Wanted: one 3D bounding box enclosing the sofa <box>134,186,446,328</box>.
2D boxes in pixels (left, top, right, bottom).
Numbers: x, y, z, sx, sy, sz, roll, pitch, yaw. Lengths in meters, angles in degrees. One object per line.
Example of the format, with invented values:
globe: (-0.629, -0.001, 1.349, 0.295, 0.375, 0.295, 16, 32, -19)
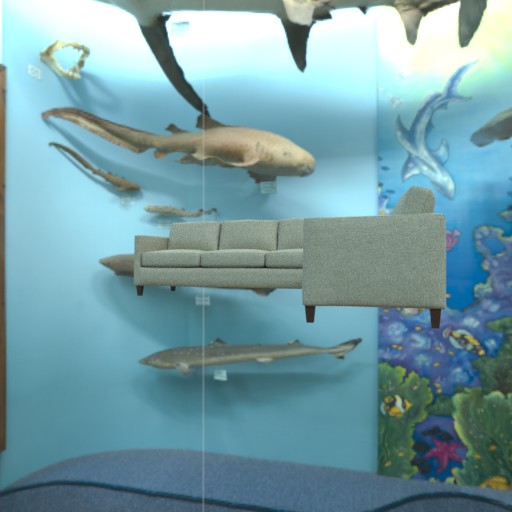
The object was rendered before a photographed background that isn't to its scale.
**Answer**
sofa: (0.000, 0.000, 4.441, 3.333, 0.934, 2.522, 0, 0, 18)
